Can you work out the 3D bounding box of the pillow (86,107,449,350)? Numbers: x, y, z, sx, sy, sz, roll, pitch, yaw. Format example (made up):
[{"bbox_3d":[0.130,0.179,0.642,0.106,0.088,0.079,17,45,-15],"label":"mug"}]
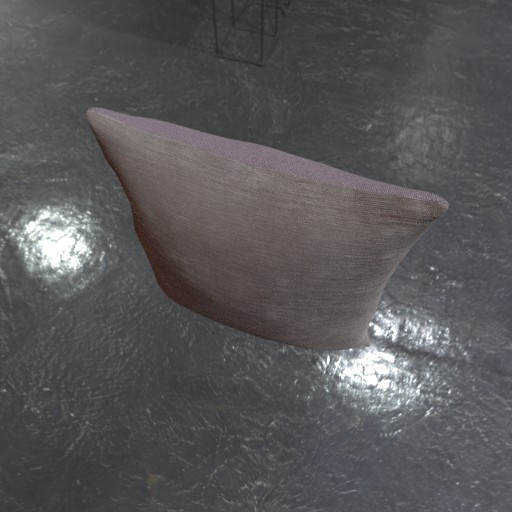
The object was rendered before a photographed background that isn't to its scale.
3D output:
[{"bbox_3d":[0.000,0.000,0.696,0.452,0.439,0.204,17,60,10],"label":"pillow"}]
